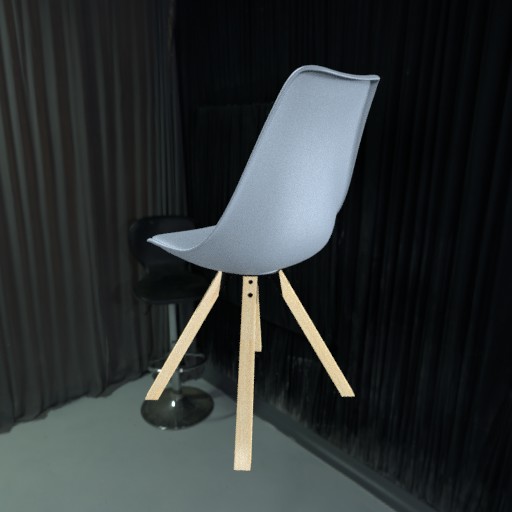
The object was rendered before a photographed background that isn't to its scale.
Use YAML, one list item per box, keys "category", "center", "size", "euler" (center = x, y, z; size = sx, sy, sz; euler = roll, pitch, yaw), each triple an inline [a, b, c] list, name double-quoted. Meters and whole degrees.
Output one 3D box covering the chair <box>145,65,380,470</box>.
- category: "chair"
  center: [0.000, 0.000, 1.150]
  size: [0.485, 0.850, 0.549]
  euler: [-15, 21, -42]
